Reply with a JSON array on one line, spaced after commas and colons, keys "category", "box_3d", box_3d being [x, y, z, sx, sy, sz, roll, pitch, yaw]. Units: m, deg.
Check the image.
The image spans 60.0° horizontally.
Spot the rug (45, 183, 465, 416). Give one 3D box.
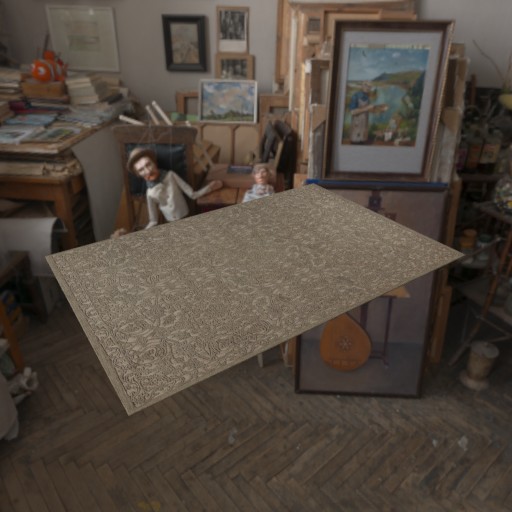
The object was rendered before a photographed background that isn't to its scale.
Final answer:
[{"category": "rug", "box_3d": [0.000, 0.000, 2.318, 1.827, 0.006, 1.221, -19, 36, -29]}]
